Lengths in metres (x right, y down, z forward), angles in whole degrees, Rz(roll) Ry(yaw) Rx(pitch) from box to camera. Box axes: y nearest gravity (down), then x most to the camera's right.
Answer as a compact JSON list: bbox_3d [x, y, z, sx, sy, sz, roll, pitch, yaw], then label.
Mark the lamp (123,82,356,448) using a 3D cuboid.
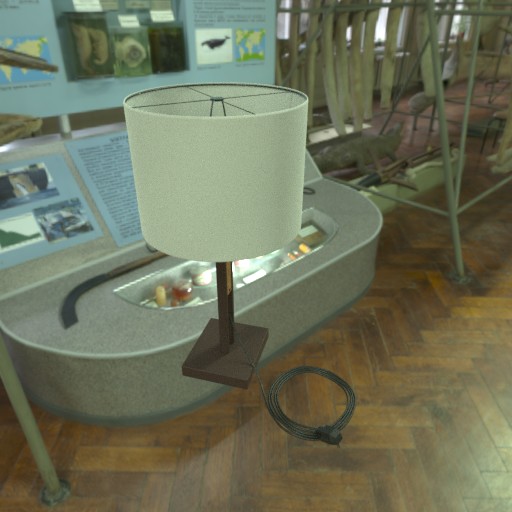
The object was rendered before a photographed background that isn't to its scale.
[{"bbox_3d":[0.000,0.000,0.994,0.525,0.668,0.396,8,31,14],"label":"lamp"}]
